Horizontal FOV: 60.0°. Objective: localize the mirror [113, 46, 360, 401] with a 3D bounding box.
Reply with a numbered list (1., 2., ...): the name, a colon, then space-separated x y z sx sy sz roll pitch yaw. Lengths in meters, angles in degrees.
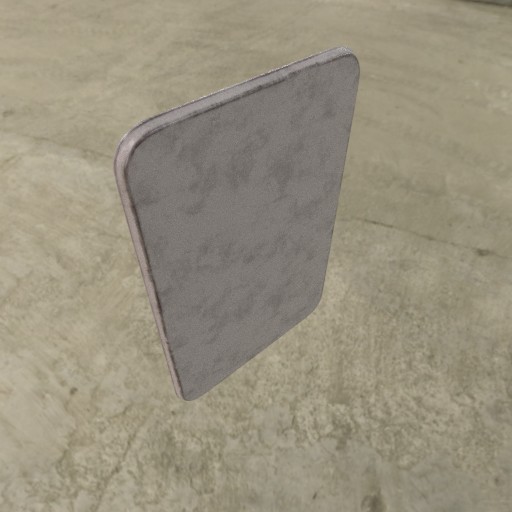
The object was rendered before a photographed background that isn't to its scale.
1. mirror: 0.000 0.000 0.876 0.461 0.713 0.024 -32 54 -27
